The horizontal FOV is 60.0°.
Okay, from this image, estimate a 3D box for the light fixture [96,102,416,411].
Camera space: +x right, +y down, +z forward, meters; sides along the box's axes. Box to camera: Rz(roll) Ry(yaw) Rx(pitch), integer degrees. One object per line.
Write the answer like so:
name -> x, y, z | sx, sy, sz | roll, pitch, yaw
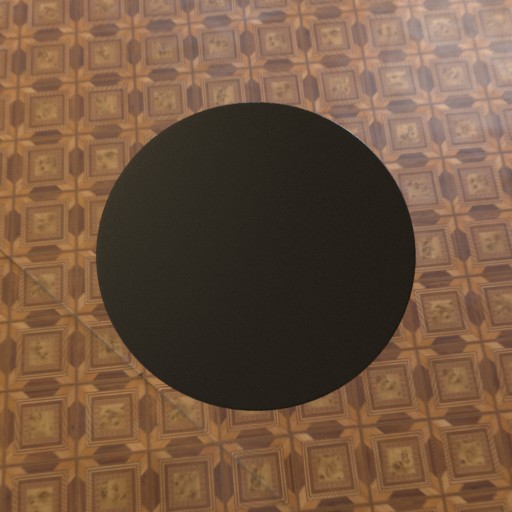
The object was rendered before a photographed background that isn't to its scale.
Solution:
light fixture -> 0.000, 0.000, 0.435 | 0.283, 0.097, 0.283 | 0, 76, 0
